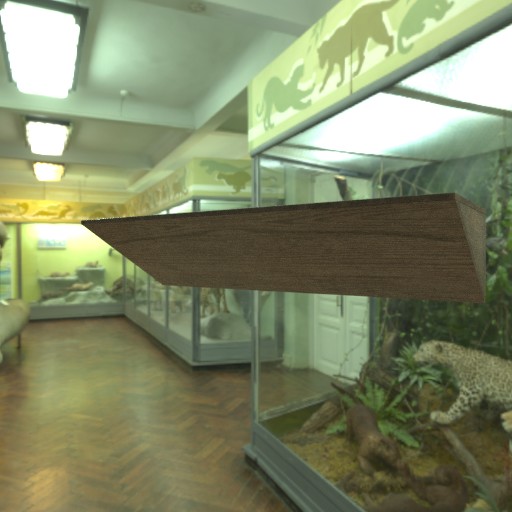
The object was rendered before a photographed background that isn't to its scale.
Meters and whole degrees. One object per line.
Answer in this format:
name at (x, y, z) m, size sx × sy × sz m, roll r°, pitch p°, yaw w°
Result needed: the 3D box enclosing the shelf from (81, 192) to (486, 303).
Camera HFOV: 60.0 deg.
shelf at (0.000, 0.000, 0.685) m, size 0.610 × 0.125 × 0.200 m, roll 0°, pitch 0°, yaw 35°
